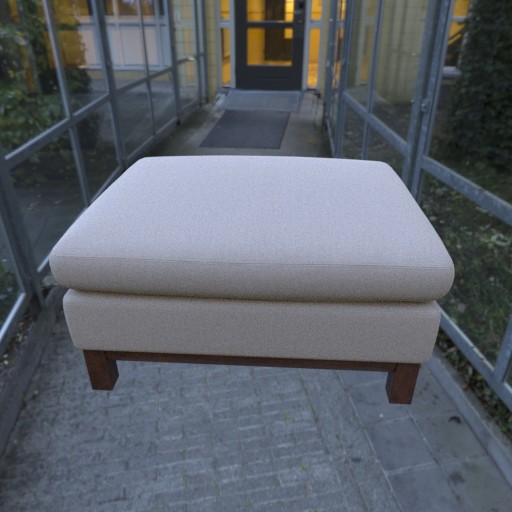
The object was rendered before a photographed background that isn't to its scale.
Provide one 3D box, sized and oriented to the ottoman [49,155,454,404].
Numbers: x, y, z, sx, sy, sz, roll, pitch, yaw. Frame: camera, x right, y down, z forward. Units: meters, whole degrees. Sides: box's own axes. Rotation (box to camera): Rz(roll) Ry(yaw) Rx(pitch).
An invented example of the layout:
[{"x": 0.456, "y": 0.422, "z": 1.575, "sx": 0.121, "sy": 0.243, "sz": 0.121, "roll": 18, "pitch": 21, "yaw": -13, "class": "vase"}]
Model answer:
[{"x": 0.000, "y": 0.000, "z": 1.125, "sx": 0.771, "sy": 0.420, "sz": 0.606, "roll": 2, "pitch": 29, "yaw": 3, "class": "ottoman"}]
